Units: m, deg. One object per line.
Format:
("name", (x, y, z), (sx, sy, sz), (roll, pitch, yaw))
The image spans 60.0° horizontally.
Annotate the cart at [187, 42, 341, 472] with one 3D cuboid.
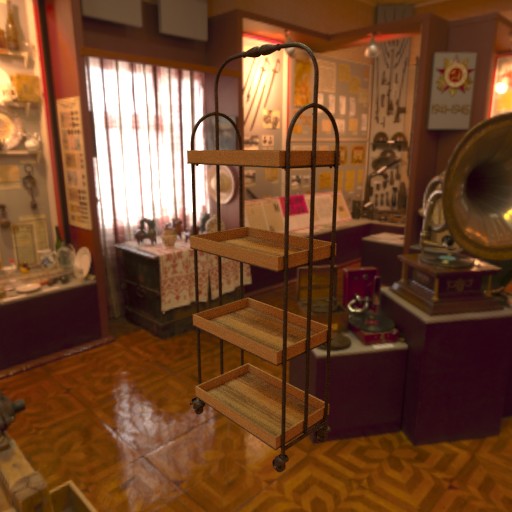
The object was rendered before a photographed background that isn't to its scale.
("cart", (0.000, 0.000, 1.699), (0.308, 1.481, 0.581), (-13, 19, -42))
